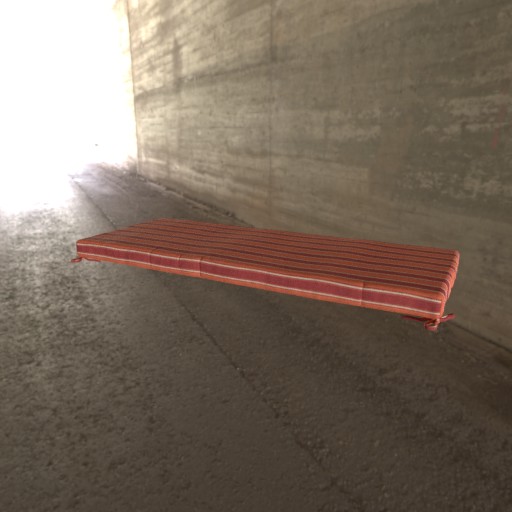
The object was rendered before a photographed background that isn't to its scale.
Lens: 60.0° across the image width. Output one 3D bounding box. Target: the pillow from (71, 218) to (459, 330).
[{"bbox_3d":[0.000,0.000,1.399,1.187,0.081,0.492,8,18,26],"label":"pillow"}]
